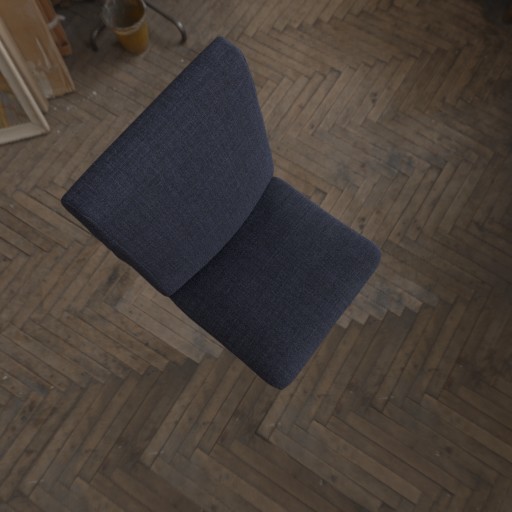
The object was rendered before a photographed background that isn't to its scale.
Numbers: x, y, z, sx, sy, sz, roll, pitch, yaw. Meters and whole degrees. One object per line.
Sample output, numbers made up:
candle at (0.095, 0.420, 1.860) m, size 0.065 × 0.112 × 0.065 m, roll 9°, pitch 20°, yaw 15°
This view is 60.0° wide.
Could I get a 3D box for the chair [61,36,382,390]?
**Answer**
chair at (0.000, 0.000, 1.254) m, size 0.586 × 0.911 × 0.507 m, roll 37°, pitch 78°, yaw 9°
